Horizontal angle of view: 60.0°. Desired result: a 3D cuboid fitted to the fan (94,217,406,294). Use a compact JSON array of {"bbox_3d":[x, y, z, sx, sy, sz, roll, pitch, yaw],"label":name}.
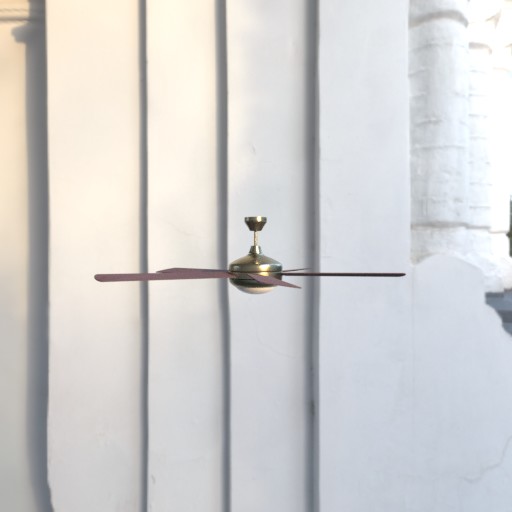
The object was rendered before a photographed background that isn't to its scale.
[{"bbox_3d":[0.000,0.000,2.055,1.321,0.356,1.321,0,1,17],"label":"fan"}]
